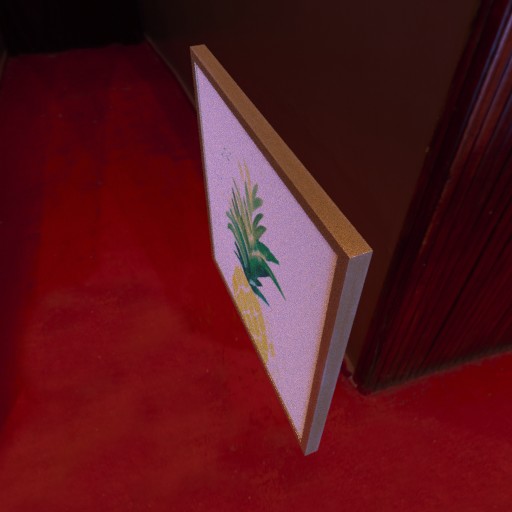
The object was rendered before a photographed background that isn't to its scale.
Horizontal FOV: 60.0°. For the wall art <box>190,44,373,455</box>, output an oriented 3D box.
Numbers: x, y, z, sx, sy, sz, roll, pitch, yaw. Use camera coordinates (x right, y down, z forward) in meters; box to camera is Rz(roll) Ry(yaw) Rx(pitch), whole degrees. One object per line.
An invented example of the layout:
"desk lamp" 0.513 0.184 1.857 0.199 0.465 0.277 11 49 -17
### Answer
"wall art" 0.000 0.000 1.126 0.037 0.760 0.762 -17 49 -15
